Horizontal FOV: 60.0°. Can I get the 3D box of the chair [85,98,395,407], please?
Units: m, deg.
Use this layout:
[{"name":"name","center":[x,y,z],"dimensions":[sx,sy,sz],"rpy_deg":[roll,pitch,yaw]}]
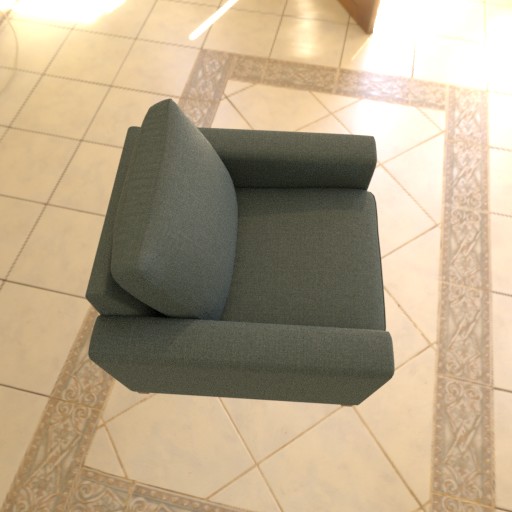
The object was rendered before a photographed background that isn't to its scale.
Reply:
[{"name":"chair","center":[0.000,0.000,1.828],"dimensions":[1.038,1.010,1.024],"rpy_deg":[3,63,2]}]
